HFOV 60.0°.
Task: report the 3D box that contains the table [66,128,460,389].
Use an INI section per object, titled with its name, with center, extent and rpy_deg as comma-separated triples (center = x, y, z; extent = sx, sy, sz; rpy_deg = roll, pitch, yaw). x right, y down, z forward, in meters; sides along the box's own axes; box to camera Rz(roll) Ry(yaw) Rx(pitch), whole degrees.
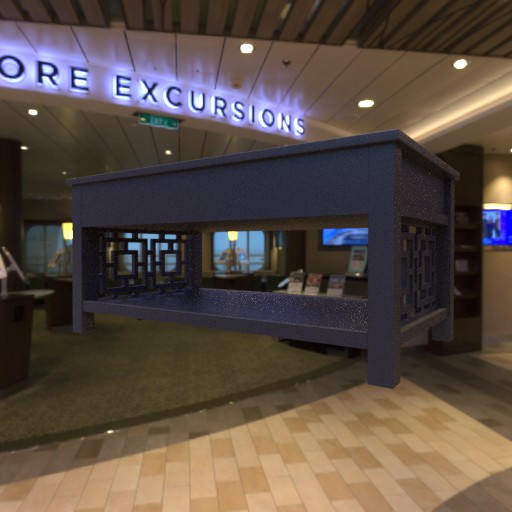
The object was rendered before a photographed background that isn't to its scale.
[table]
center = 0.000, 0.000, 1.384
extent = 1.068, 0.493, 0.612
rpy_deg = 1, 1, 35
